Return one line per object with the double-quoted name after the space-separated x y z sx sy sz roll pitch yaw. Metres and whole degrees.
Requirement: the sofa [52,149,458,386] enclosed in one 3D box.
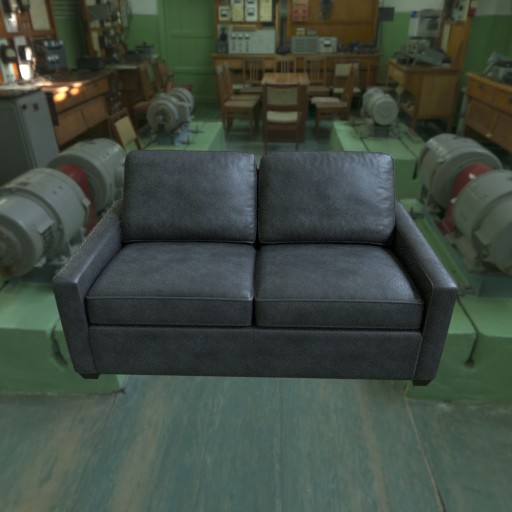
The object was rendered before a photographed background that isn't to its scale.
0.000 0.000 2.302 1.732 0.916 0.939 1 29 1 "sofa"
